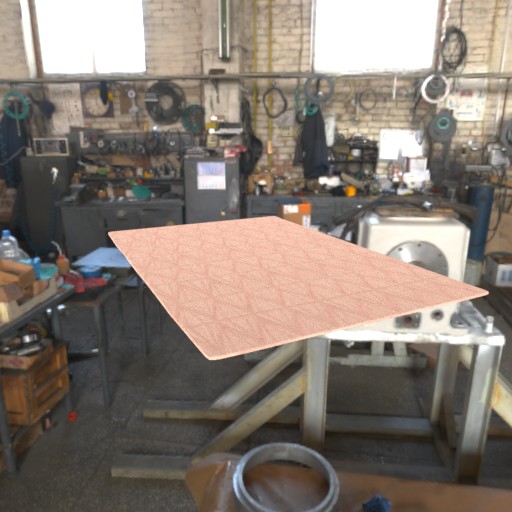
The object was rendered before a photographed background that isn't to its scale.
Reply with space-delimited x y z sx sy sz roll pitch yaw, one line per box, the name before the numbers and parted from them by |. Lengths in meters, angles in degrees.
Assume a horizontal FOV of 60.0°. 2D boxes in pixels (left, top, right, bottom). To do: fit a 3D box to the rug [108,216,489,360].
rug | 0.000 0.000 3.030 1.609 0.015 2.390 -8 18 -26
